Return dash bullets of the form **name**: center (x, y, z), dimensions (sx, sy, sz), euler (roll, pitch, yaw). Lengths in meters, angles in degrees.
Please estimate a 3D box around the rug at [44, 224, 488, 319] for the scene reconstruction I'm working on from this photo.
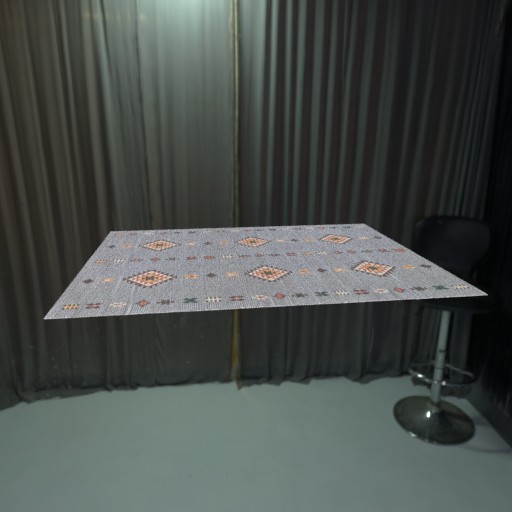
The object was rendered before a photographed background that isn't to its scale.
- **rug**: center (0.000, 0.000, 4.143), dimensions (3.035, 0.008, 2.425), euler (-2, 17, -8)
